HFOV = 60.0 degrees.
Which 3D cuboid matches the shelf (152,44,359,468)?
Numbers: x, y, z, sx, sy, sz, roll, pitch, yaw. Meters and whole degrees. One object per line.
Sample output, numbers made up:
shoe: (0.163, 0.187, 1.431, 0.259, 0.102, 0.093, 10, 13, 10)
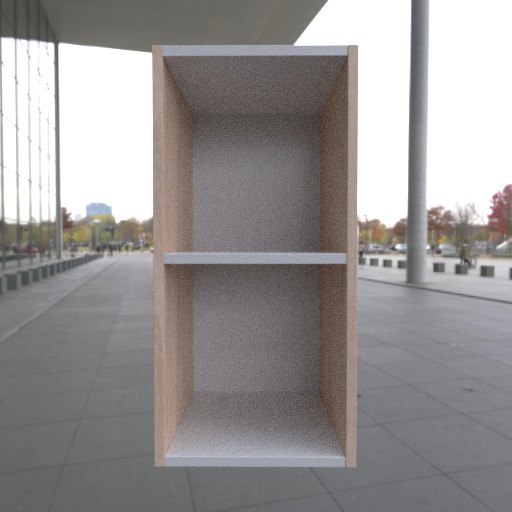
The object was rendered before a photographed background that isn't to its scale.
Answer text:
shelf: (0.000, 0.000, 0.771, 0.290, 0.594, 0.297, 0, 2, 1)
